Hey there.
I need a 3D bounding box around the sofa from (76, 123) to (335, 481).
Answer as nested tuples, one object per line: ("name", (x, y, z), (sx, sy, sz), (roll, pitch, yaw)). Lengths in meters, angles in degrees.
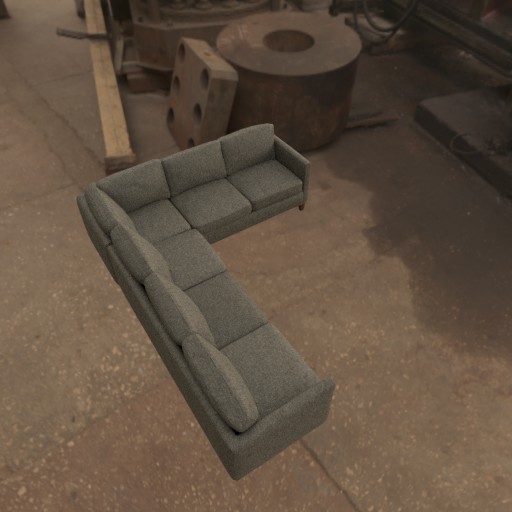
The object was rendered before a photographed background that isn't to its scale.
("sofa", (0.000, 0.000, 4.522), (2.593, 0.947, 3.302), (-25, 51, -23))
